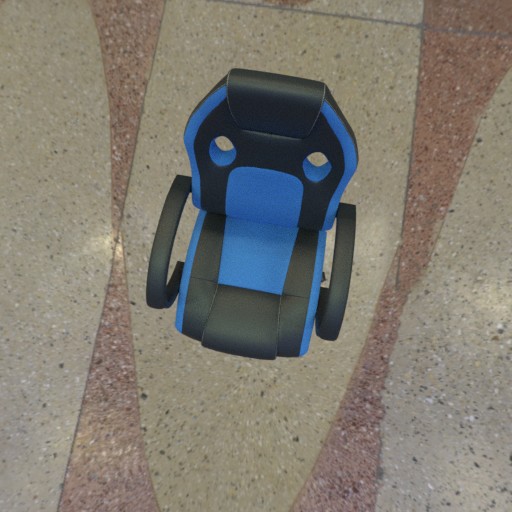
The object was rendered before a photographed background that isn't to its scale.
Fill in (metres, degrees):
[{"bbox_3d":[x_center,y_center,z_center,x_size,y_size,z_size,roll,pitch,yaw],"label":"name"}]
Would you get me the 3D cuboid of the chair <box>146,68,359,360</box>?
[{"bbox_3d":[0.000,0.000,1.629,0.673,1.187,0.724,10,76,2],"label":"chair"}]
